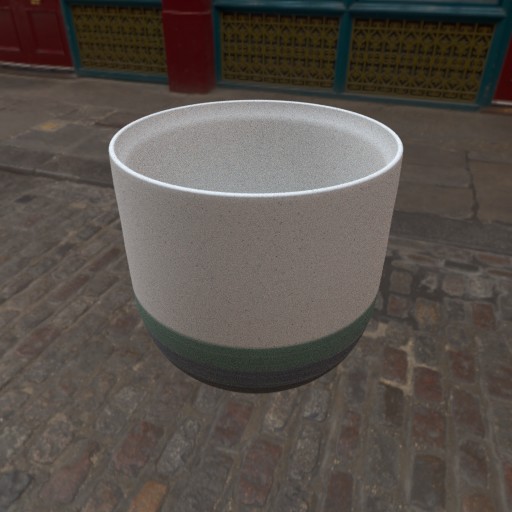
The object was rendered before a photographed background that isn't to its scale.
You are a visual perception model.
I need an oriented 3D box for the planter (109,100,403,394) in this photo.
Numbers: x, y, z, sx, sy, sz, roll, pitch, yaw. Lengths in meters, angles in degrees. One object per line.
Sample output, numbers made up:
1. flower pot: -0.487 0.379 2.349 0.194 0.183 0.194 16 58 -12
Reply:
1. planter: 0.000 0.000 0.487 0.268 0.270 0.268 0 33 0
